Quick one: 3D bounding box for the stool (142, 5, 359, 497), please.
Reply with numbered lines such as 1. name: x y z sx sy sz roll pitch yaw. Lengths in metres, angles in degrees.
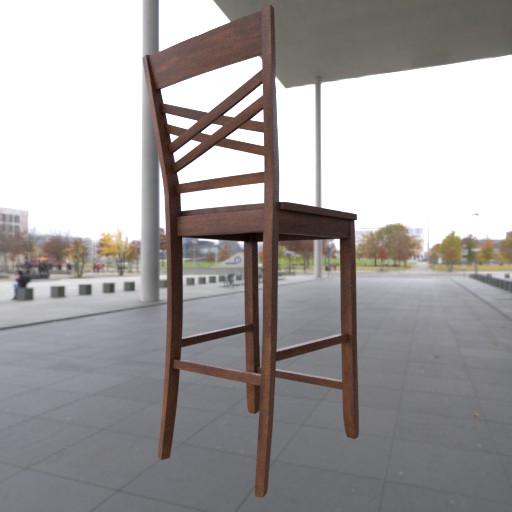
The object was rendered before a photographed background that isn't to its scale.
1. stool: 0.000 0.000 1.279 0.426 1.098 0.504 -1 -1 36
